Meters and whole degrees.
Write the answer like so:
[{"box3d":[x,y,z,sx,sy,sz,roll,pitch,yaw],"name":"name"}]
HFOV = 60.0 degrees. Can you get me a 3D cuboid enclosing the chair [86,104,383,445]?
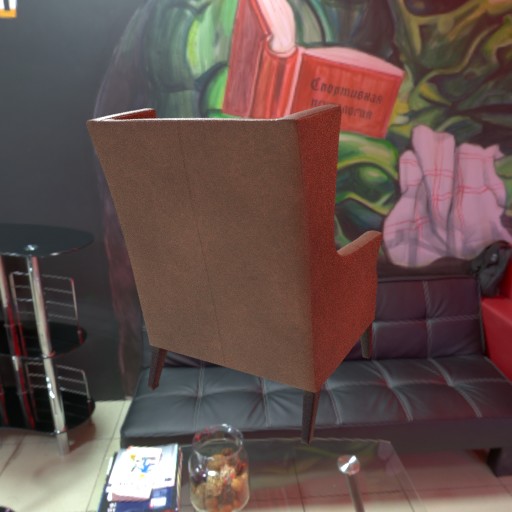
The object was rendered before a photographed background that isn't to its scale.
[{"box3d":[0.000,0.000,1.721,0.815,1.088,0.913,9,18,27],"name":"chair"}]
